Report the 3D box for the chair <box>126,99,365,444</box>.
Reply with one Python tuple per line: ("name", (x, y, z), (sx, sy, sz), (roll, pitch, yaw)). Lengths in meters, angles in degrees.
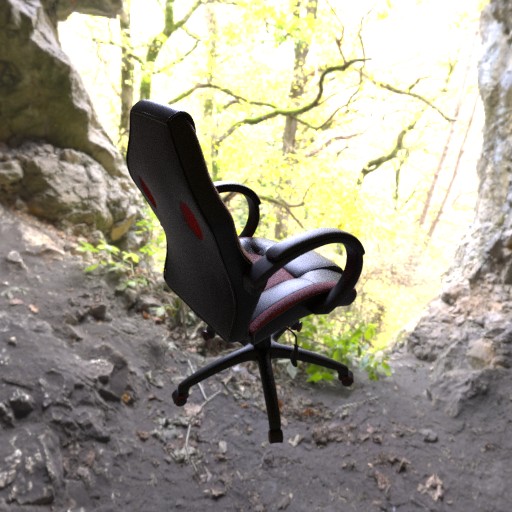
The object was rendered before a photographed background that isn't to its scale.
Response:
("chair", (0.000, 0.000, 1.715), (0.783, 1.189, 0.750), (-18, 32, -31))
